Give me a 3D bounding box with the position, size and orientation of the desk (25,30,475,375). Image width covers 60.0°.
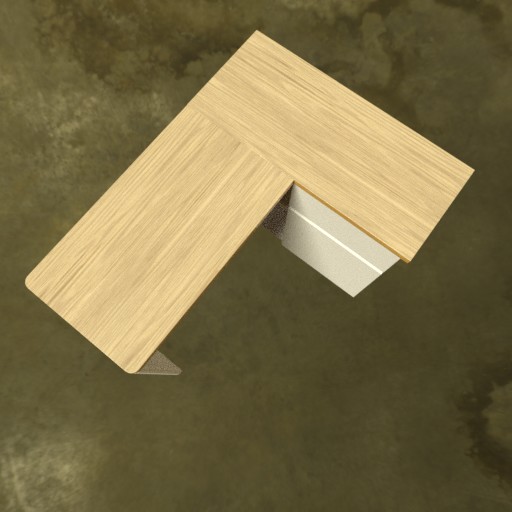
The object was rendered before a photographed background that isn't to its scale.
[{"bbox_3d":[0.000,0.000,1.762,0.900,0.760,1.170,37,78,9],"label":"desk"}]
